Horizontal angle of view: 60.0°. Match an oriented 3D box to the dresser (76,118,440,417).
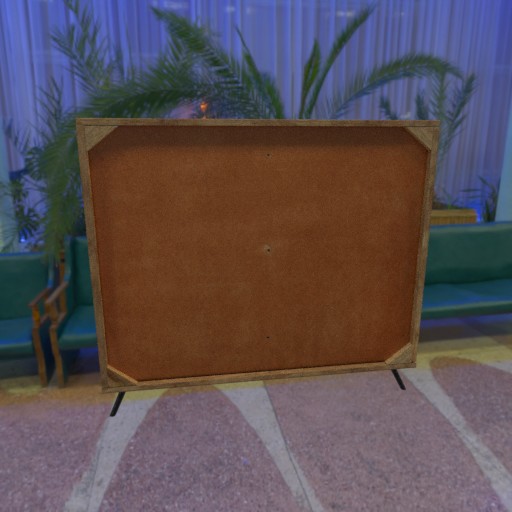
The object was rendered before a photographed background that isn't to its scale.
[{"bbox_3d":[0.000,0.000,1.465,0.967,0.847,0.446,-2,15,-9],"label":"dresser"}]
